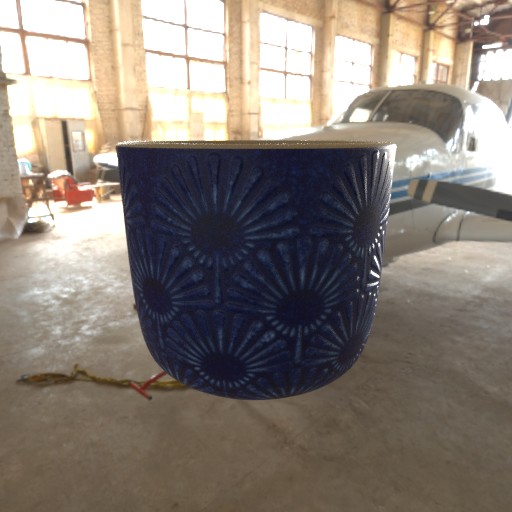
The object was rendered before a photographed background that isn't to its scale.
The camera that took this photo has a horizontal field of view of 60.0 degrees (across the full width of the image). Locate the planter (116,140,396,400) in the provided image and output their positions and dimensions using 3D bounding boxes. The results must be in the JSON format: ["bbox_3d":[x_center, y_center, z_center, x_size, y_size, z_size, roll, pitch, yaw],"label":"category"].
[{"bbox_3d":[0.000,0.000,0.218,0.124,0.109,0.124,0,15,0],"label":"planter"}]
